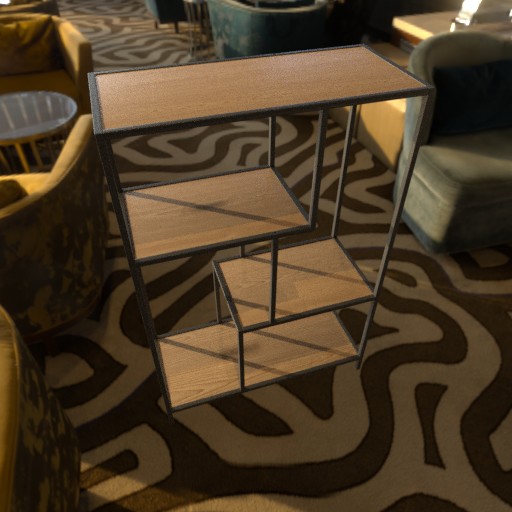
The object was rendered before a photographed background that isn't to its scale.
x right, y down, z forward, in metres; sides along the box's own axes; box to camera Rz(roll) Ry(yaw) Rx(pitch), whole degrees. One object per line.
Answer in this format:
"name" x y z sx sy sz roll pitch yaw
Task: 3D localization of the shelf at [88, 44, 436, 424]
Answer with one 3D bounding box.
"shelf" 0.000 0.000 1.449 0.770 1.138 0.350 -12 43 -13
